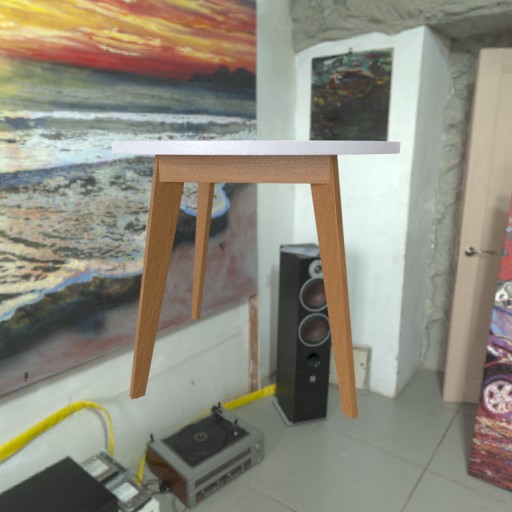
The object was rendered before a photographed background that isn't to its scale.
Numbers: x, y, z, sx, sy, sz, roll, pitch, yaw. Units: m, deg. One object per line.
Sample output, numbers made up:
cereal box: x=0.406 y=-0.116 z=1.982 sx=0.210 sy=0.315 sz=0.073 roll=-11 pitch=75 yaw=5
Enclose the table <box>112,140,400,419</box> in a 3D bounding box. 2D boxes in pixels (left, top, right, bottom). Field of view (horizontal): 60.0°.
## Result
table: x=0.000 y=0.000 z=1.532 sx=0.896 sy=0.762 sz=0.896 roll=0 pitch=14 yaw=0
